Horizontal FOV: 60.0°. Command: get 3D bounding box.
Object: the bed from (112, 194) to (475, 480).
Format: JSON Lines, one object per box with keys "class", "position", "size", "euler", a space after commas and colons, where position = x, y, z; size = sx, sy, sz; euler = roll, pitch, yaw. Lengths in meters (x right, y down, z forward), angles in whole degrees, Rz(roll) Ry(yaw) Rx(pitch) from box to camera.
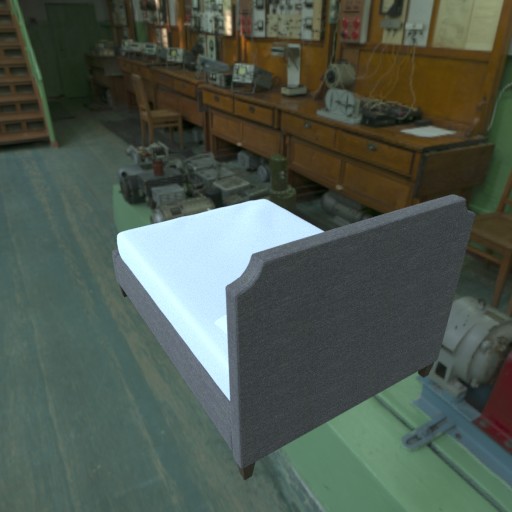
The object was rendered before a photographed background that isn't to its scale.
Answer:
{"class": "bed", "position": [0.000, 0.000, 3.498], "size": [1.713, 1.457, 2.381], "euler": [-17, 33, -28]}
